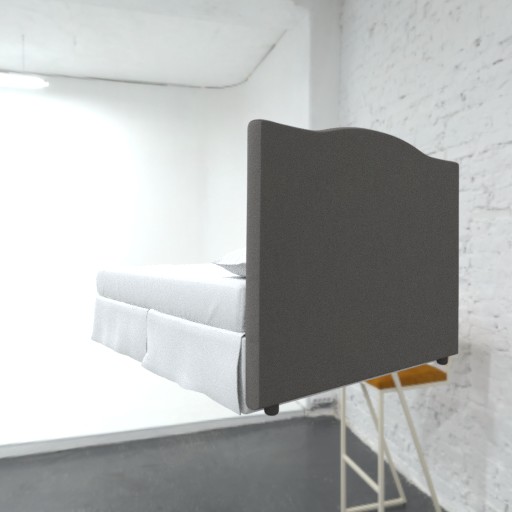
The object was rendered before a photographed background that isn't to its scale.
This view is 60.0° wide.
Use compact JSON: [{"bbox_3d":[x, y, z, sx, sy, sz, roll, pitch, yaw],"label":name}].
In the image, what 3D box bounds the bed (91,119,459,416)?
[{"bbox_3d":[0.000,0.000,3.372,1.821,1.436,2.282,-1,1,-37],"label":"bed"}]
